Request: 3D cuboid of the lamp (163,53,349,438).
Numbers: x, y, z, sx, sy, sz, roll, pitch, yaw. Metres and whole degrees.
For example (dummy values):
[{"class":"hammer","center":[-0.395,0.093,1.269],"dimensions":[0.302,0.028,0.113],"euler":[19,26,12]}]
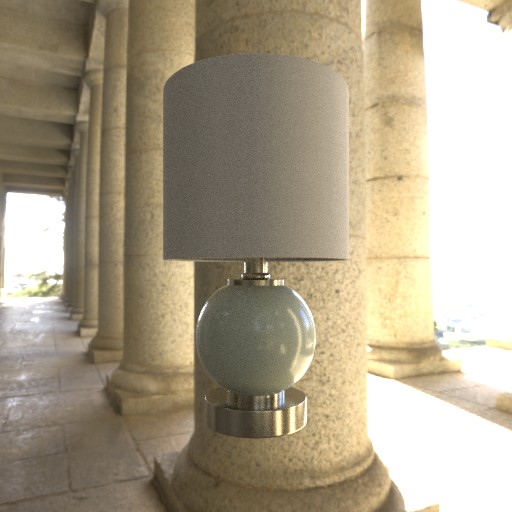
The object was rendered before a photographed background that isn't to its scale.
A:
[{"class":"lamp","center":[0.000,0.000,0.484],"dimensions":[0.201,0.353,0.201],"euler":[-1,-2,36]}]
